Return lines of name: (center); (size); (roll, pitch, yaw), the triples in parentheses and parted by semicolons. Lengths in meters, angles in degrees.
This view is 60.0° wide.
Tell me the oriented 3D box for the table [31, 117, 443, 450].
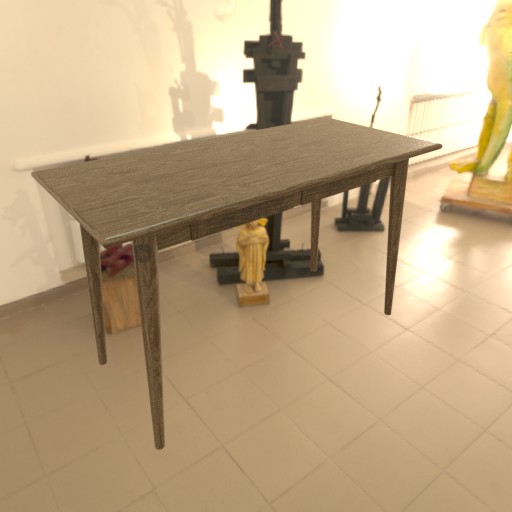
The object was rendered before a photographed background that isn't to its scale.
table: (0.000, 0.000, 1.700); (1.300, 0.780, 0.599); (-21, 35, -32)
